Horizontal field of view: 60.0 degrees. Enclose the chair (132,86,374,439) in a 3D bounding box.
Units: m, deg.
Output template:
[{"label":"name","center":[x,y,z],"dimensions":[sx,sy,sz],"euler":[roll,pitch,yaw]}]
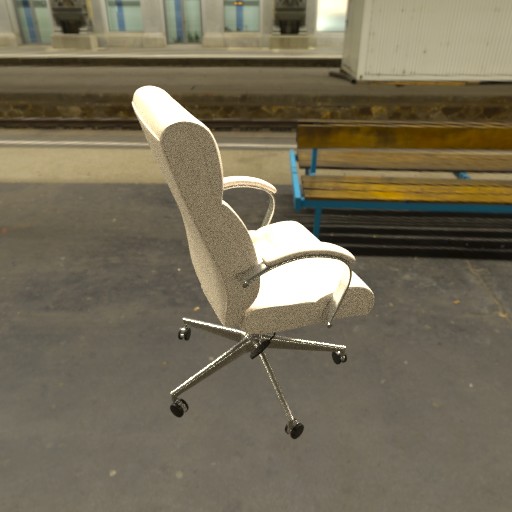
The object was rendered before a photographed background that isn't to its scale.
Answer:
[{"label":"chair","center":[0.000,0.000,1.566],"dimensions":[0.745,1.099,0.727],"euler":[-10,31,-18]}]
